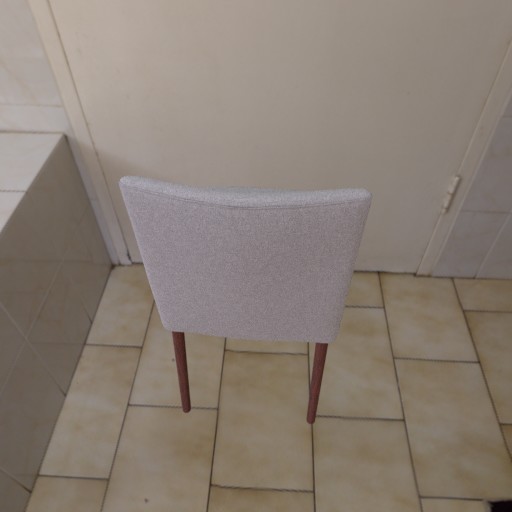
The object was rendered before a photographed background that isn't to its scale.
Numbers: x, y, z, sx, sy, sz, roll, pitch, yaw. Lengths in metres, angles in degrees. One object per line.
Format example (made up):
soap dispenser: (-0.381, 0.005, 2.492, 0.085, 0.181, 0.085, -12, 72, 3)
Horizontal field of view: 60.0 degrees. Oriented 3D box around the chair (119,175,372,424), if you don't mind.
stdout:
chair: (0.000, 0.000, 1.199, 0.456, 0.859, 0.570, 4, 47, 4)
